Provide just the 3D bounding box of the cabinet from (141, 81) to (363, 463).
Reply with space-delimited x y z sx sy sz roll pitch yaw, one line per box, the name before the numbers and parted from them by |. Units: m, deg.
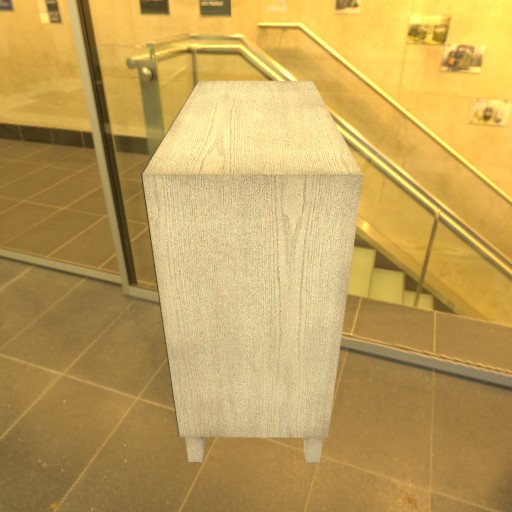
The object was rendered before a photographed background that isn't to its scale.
cabinet | 0.000 0.000 1.242 0.370 0.787 0.781 0 32 0
